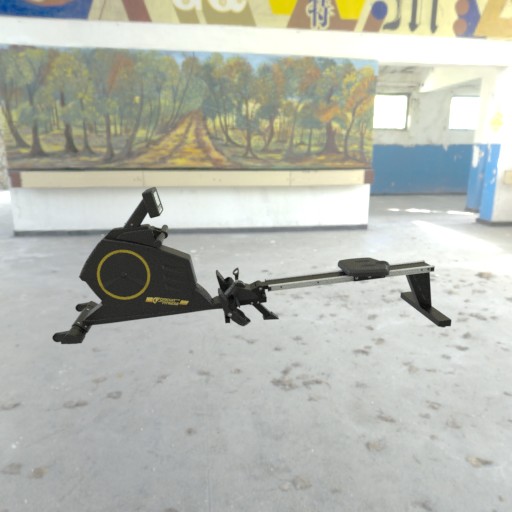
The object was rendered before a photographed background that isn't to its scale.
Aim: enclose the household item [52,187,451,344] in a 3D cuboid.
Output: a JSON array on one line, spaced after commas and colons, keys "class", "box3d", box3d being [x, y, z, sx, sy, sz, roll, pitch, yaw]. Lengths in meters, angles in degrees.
[{"class": "household item", "box3d": [0.000, 0.000, 2.637, 2.251, 0.810, 0.521, -2, 14, -7]}]
